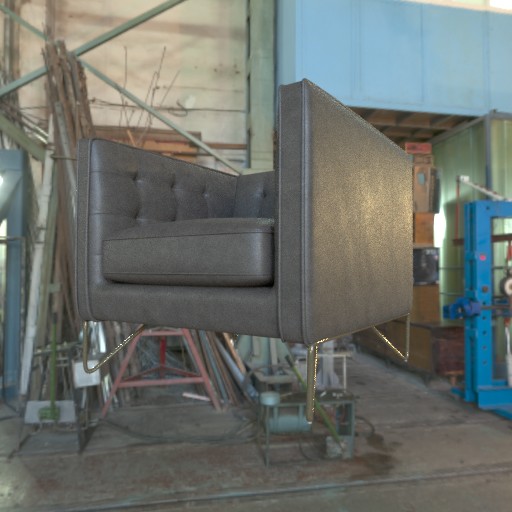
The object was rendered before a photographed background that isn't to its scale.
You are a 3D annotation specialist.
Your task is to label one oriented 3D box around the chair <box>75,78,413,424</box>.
[{"bbox_3d":[0.000,0.000,1.568,0.880,0.790,0.894,-1,-2,34],"label":"chair"}]
